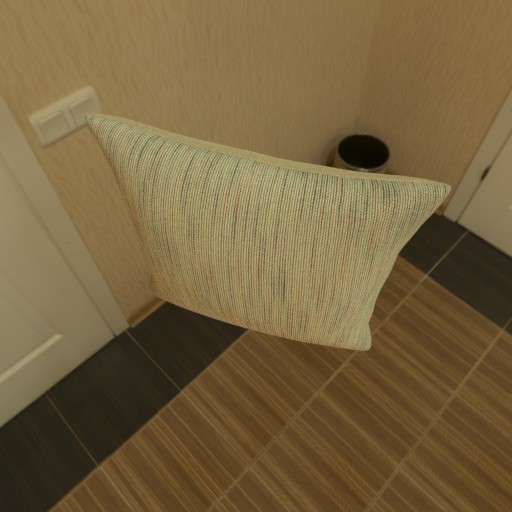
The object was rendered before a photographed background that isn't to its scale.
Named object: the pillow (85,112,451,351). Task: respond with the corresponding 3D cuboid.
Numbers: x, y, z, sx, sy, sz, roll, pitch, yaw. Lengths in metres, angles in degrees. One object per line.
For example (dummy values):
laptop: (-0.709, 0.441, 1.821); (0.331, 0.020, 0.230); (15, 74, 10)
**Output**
pillow: (0.000, 0.000, 0.791); (0.512, 0.506, 0.178); (14, 57, 9)
